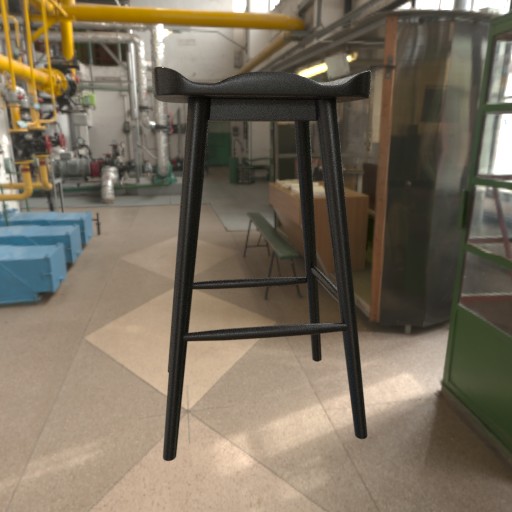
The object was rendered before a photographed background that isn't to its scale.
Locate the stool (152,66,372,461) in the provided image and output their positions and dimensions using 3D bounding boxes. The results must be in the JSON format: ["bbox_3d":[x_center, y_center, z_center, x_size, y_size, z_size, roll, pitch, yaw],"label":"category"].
[{"bbox_3d":[0.000,0.000,0.994,0.440,0.749,0.361,-3,17,-9],"label":"stool"}]
